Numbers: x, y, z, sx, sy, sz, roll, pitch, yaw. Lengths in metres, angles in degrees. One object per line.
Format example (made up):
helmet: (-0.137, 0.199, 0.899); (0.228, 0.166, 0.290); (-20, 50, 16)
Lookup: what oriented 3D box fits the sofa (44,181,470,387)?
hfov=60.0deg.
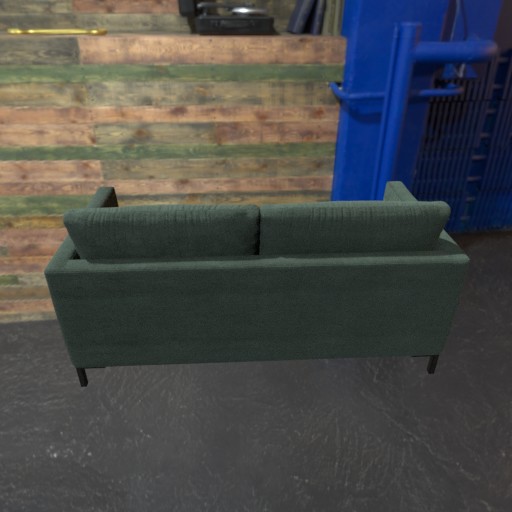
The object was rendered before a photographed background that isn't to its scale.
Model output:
sofa: (0.000, 0.000, 2.171); (1.676, 0.817, 0.875); (-1, 31, -2)
